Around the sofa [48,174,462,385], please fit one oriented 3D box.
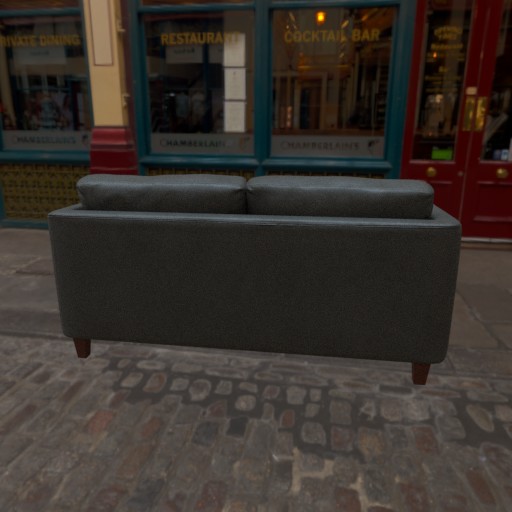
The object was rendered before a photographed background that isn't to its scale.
[{"bbox_3d":[0.000,0.000,2.461,1.883,0.933,0.951,2,16,8],"label":"sofa"}]
